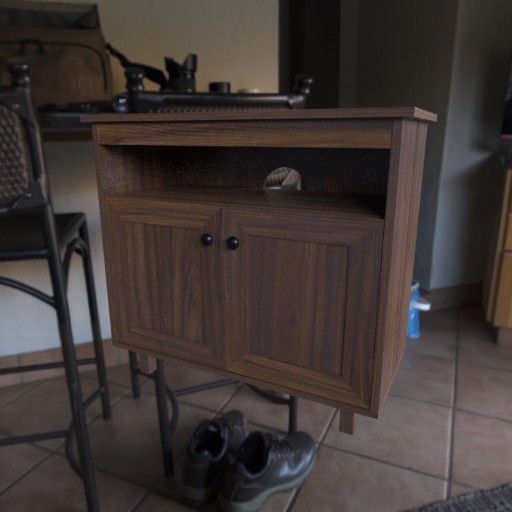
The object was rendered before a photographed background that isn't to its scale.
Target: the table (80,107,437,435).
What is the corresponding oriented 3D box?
[{"bbox_3d":[0.000,0.000,1.194,0.802,0.725,0.390,8,17,26],"label":"table"}]
